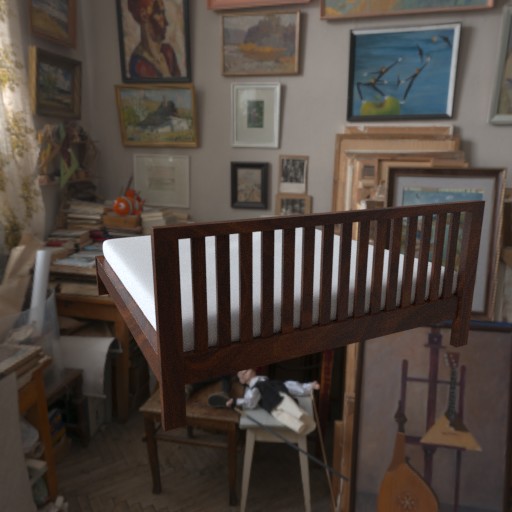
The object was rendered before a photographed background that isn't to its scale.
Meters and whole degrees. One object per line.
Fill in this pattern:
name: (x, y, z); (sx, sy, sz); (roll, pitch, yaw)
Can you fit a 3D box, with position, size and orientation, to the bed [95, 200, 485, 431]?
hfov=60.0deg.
bed: (0.000, 0.000, 3.098); (1.905, 0.890, 2.030); (-7, 16, -26)
